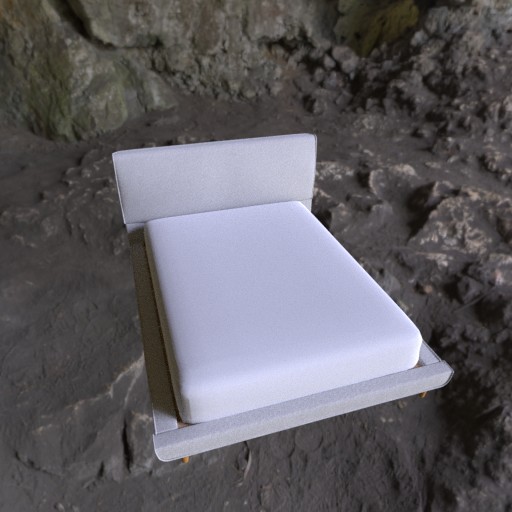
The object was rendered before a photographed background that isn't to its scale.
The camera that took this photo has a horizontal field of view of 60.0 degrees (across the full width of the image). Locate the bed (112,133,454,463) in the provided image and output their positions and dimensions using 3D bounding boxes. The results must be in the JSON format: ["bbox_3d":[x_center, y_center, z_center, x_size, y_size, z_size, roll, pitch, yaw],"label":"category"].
[{"bbox_3d":[0.000,0.000,3.307,1.840,1.067,2.368,-9,33,-15],"label":"bed"}]
